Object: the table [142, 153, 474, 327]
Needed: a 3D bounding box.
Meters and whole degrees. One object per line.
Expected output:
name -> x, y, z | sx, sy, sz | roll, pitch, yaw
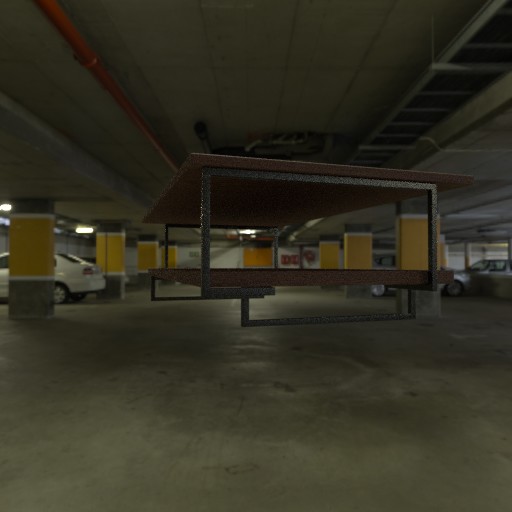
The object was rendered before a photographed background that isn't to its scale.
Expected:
table -> 0.000, 0.000, 1.474 | 0.651, 0.347, 1.197 | 0, -1, -19
